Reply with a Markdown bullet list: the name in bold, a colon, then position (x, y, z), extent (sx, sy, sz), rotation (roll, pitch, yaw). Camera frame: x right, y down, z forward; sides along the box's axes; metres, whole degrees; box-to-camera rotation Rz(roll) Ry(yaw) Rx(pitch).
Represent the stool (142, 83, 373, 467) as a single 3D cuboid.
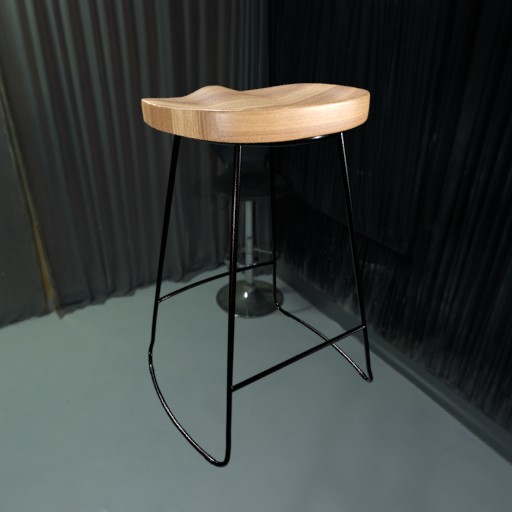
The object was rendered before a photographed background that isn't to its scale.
- **stool**: position (0.000, 0.000, 0.956), extent (0.480, 0.679, 0.401), rotation (-18, 33, -29)
